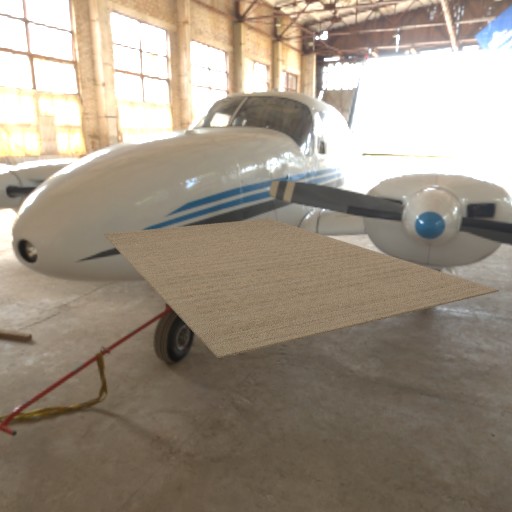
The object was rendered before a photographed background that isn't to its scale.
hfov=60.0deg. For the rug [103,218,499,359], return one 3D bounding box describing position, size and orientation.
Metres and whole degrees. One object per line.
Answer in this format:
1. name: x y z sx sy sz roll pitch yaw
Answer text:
1. rug: 0.000 0.000 2.159 1.142 0.006 1.752 -8 17 -27
